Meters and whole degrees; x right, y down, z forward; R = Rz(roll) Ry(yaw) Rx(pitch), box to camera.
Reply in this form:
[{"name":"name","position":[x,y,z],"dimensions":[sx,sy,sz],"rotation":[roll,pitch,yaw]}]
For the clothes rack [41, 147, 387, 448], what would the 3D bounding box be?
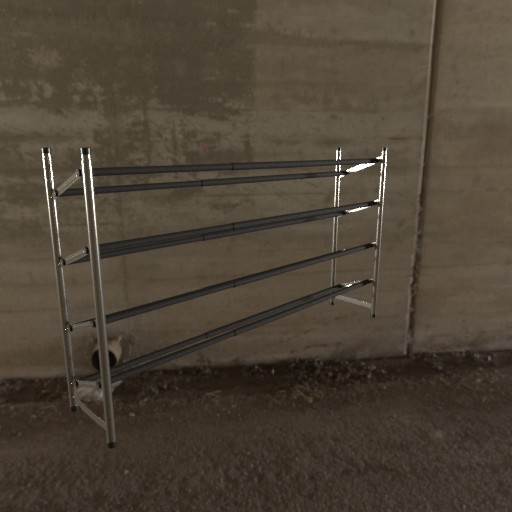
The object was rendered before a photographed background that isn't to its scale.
[{"name":"clothes rack","position":[0.000,0.000,1.410],"dimensions":[1.168,0.672,0.229],"rotation":[-13,19,-43]}]
